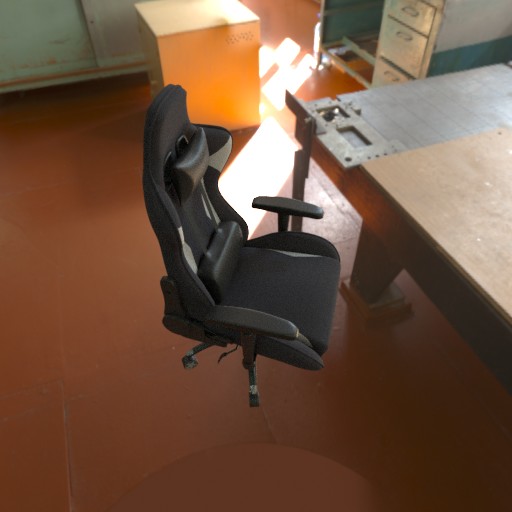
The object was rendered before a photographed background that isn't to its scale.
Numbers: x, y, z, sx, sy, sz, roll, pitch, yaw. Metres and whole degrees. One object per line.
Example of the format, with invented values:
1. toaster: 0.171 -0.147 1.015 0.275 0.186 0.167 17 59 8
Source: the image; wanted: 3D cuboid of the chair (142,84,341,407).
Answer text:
1. chair: 0.000 0.000 1.780 0.695 1.300 0.730 10 46 10
